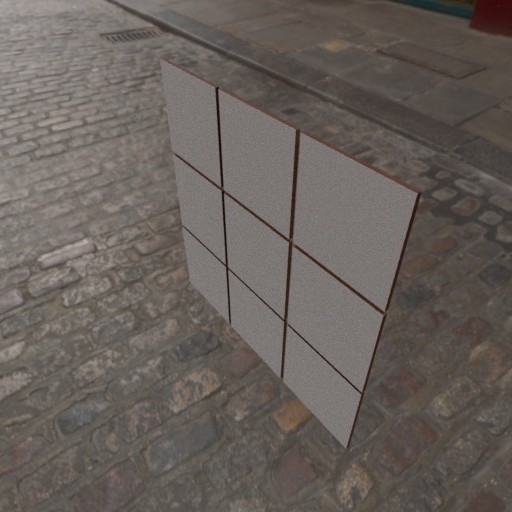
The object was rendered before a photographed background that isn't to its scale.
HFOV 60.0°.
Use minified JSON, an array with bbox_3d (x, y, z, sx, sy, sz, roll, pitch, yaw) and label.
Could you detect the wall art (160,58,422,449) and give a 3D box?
[{"bbox_3d":[0.000,0.000,1.814,0.017,1.246,1.256,-26,47,-27],"label":"wall art"}]
